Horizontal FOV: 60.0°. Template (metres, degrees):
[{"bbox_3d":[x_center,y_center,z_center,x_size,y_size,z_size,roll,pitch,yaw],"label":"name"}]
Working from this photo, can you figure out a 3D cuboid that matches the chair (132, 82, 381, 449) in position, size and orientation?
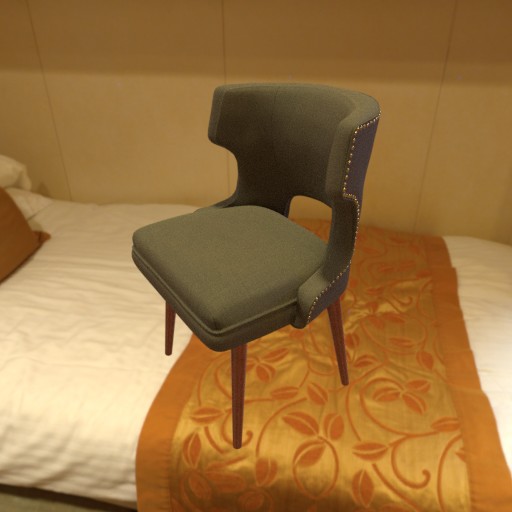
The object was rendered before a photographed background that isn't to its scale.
[{"bbox_3d":[0.000,0.000,1.262,0.581,0.863,0.595,-19,35,-29],"label":"chair"}]
